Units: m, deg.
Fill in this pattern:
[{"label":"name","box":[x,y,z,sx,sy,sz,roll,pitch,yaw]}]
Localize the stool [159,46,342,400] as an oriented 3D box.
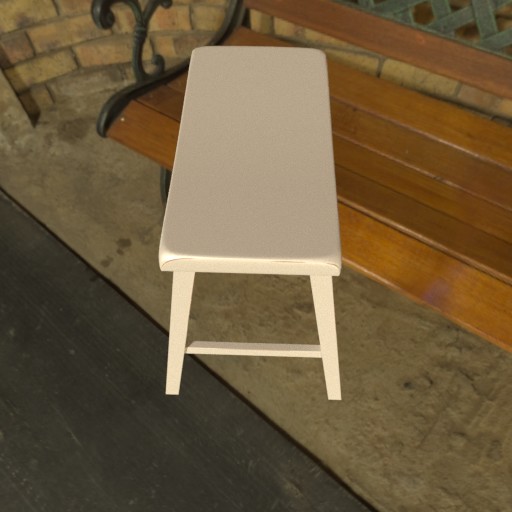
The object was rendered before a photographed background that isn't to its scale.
[{"label":"stool","box":[0.000,0.000,1.001,0.476,0.737,0.457,2,60,1]}]
